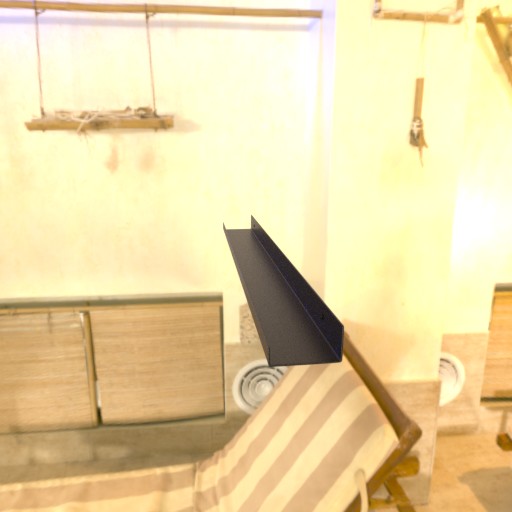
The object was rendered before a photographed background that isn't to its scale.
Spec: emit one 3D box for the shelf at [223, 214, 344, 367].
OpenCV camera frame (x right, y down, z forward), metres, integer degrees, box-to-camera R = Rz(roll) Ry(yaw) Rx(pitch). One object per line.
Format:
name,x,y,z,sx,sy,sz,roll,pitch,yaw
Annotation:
shelf,0.000,0.000,0.975,0.092,0.049,0.924,-2,14,-7
